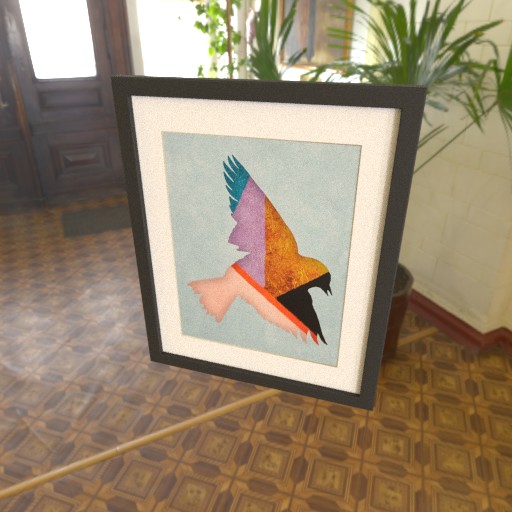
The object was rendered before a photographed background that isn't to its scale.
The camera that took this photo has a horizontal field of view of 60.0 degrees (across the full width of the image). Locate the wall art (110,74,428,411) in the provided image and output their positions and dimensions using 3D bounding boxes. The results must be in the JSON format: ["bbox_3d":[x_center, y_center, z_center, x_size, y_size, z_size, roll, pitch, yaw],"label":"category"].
[{"bbox_3d":[0.000,0.000,0.753,0.457,0.558,0.028,8,29,15],"label":"wall art"}]
